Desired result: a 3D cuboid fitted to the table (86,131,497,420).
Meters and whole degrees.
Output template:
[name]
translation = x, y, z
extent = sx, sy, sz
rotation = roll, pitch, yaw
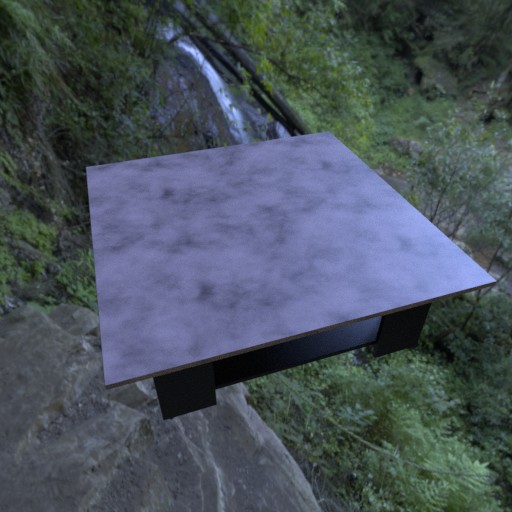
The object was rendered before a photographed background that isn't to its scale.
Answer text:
[table]
translation = 0.000, 0.000, 1.350
extent = 0.890, 0.305, 0.890
rotation = -12, 41, -14
